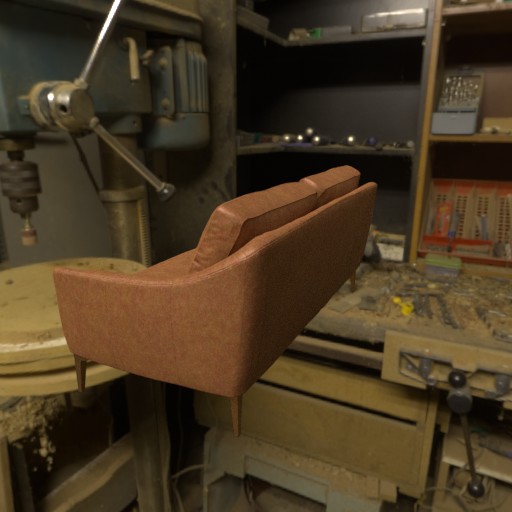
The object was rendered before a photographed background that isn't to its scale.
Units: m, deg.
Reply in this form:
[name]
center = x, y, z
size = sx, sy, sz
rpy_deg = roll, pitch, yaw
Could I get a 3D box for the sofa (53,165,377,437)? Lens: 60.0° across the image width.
[sofa]
center = 0.000, 0.000, 2.597
size = 0.981, 0.945, 2.036
rpy_deg = 8, 19, 25
